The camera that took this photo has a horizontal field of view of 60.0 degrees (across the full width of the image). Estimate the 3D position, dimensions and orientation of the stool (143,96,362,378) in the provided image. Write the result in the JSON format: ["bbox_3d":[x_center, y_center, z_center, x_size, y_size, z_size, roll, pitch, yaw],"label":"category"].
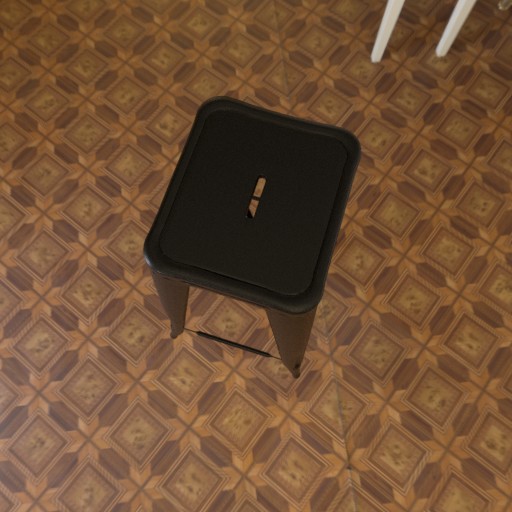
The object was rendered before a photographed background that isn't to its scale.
[{"bbox_3d":[0.000,0.000,0.917,0.423,0.609,0.455,6,74,2],"label":"stool"}]
